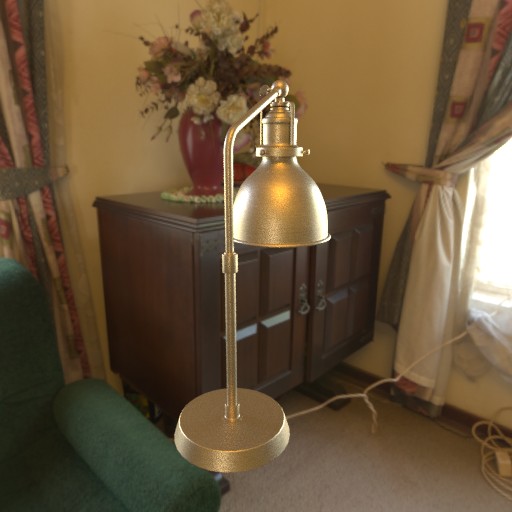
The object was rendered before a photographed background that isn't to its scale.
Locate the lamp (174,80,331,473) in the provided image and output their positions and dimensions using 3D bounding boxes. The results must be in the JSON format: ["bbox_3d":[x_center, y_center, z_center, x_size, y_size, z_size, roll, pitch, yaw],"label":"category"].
[{"bbox_3d":[0.000,0.000,0.593,0.153,0.456,0.286,8,16,27],"label":"lamp"}]
